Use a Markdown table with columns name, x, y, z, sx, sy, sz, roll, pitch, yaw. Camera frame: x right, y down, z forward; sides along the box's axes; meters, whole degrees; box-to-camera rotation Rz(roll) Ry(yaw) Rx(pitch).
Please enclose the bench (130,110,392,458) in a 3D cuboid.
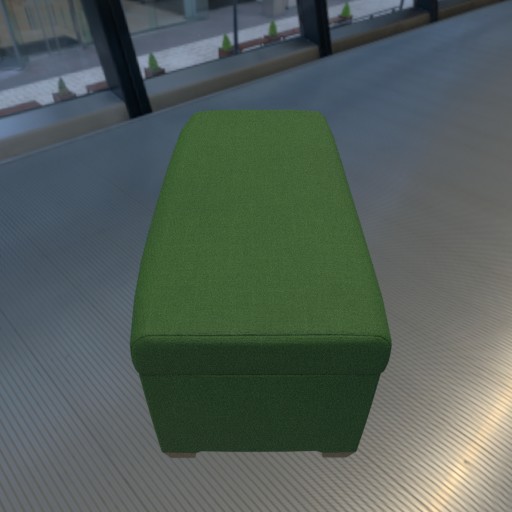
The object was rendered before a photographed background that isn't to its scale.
| name | x | y | z | sx | sy | sz | roll | pitch | yaw |
| --- | --- | --- | --- | --- | --- | --- | --- | --- | --- |
| bench | 0.000 | 0.000 | 1.277 | 0.505 | 0.501 | 0.989 | 0 | 41 | 0 |
